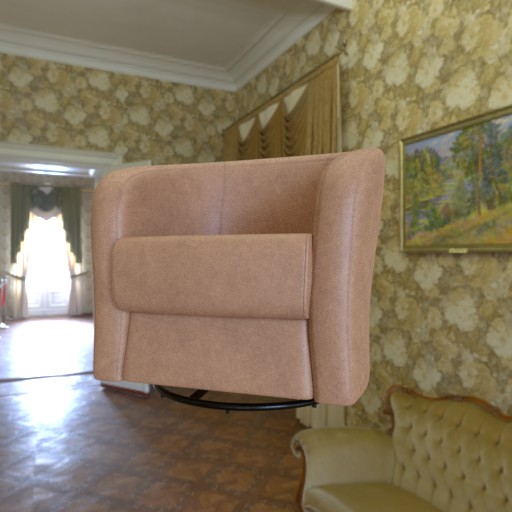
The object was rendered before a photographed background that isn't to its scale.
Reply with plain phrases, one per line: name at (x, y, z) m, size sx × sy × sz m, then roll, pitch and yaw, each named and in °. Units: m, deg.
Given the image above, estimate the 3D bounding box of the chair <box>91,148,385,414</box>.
chair at (0.000, 0.000, 1.402) m, size 0.791 × 0.771 × 0.815 m, roll 0°, pitch -1°, yaw 19°
